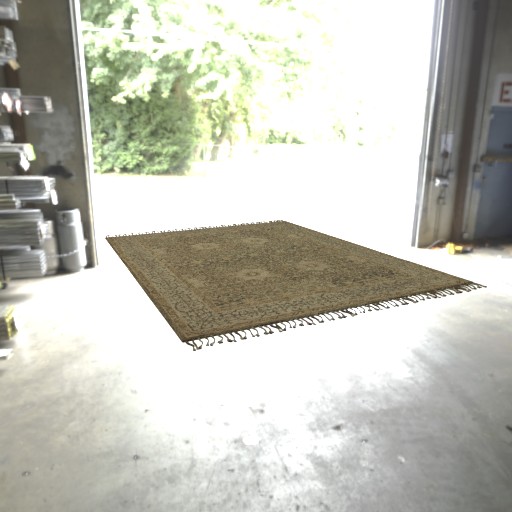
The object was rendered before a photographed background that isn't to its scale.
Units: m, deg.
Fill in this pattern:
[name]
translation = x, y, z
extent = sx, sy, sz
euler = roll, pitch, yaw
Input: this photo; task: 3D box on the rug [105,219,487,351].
[rug]
translation = 0.000, 0.000, 4.353
extent = 2.431, 0.017, 3.291
euler = -7, 17, -25
